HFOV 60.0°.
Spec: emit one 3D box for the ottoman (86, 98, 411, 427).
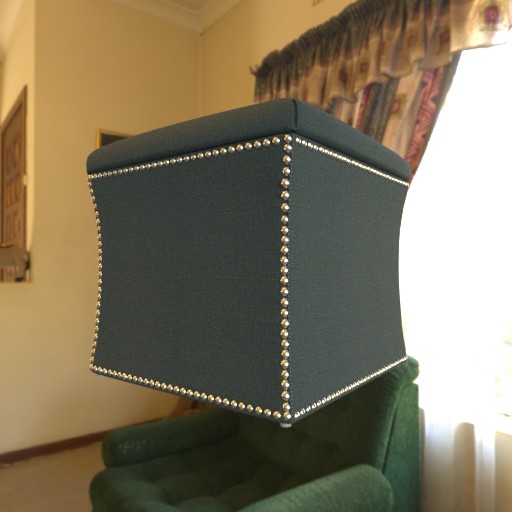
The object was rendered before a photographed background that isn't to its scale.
[{"bbox_3d":[0.000,0.000,0.915,0.507,0.475,0.497,0,-1,37],"label":"ottoman"}]
